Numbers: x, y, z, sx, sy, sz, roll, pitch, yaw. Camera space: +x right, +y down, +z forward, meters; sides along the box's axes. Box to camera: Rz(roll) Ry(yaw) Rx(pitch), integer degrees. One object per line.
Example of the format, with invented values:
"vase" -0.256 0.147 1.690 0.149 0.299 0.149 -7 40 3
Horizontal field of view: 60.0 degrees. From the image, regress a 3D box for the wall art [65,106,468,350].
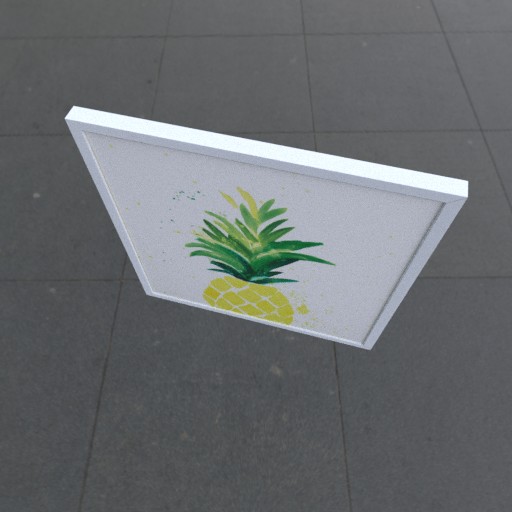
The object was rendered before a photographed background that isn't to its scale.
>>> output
"wall art" 0.000 0.000 1.146 0.763 0.761 0.038 13 59 8
